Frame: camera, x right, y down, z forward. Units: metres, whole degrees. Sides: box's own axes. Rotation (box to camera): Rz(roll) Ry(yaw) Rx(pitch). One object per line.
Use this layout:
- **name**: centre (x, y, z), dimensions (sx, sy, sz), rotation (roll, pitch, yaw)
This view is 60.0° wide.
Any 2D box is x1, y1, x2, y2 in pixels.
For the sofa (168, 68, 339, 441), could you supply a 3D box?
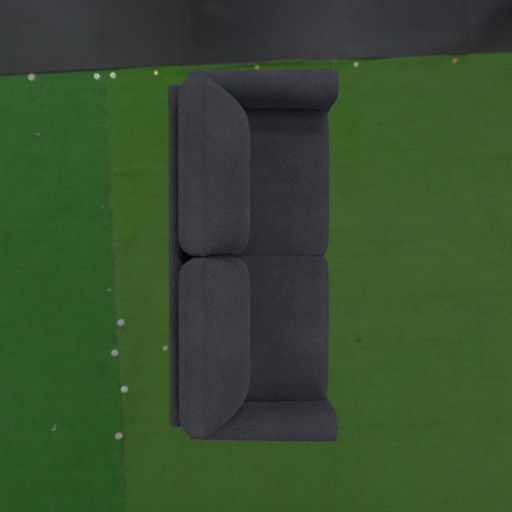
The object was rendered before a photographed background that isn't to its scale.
- **sofa**: centre (0.000, 0.000, 2.414), dimensions (0.842, 0.942, 1.935), rotation (0, 91, 0)
